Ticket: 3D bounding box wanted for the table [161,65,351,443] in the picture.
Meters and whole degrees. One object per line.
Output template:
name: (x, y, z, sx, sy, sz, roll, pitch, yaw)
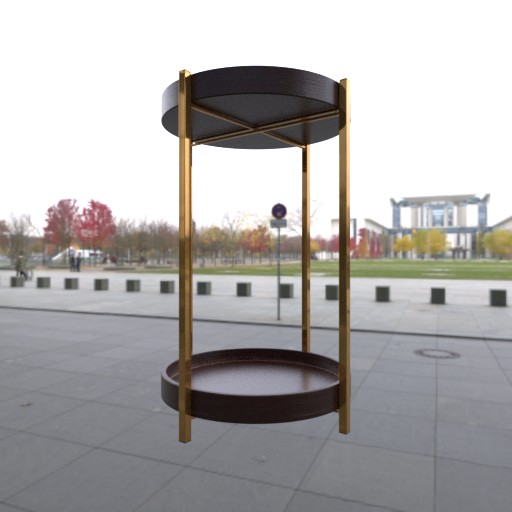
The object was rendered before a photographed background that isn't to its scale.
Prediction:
table: (0.000, 0.000, 0.883, 0.400, 0.610, 0.400, 0, 0, 37)
